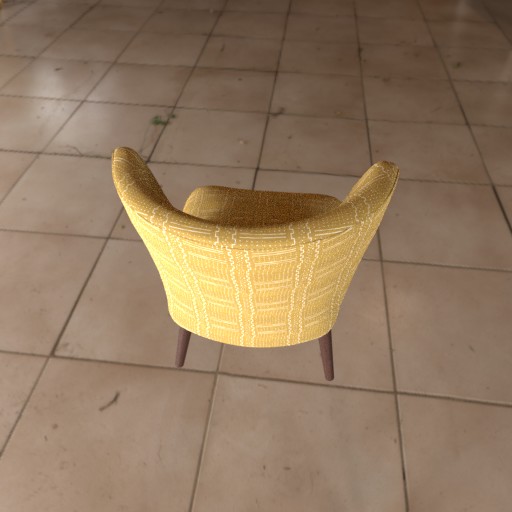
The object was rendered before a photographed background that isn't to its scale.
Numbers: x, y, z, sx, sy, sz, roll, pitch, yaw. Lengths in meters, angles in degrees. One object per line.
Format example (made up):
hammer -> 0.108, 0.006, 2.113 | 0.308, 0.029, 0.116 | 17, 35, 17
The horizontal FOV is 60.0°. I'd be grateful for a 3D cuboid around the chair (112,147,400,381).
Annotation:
chair -> 0.000, 0.000, 1.412 | 0.706, 0.866, 0.758 | 4, 47, 4
